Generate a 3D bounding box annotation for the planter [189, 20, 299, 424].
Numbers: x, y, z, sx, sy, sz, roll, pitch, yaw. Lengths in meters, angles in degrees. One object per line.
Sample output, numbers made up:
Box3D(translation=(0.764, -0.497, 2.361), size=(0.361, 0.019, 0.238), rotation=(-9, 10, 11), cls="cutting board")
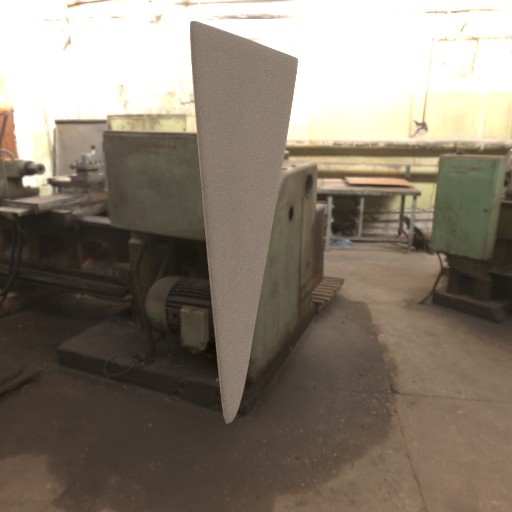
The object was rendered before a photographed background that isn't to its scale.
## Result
Box3D(translation=(0.000, 0.000, 0.379), size=(0.065, 0.338, 0.143), rotation=(2, 16, 9), cls="planter")
